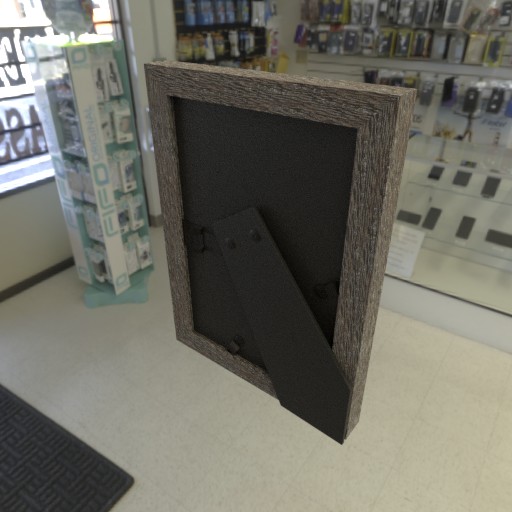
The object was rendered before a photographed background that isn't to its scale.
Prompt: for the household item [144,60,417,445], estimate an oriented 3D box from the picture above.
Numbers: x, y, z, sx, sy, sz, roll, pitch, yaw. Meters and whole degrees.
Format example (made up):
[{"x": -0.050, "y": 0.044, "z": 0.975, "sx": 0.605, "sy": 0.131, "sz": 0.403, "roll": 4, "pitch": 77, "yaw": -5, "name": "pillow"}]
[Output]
[{"x": 0.000, "y": 0.000, "z": 0.235, "sx": 0.133, "sy": 0.180, "sz": 0.020, "roll": 22, "pitch": 37, "yaw": 32, "name": "household item"}]
